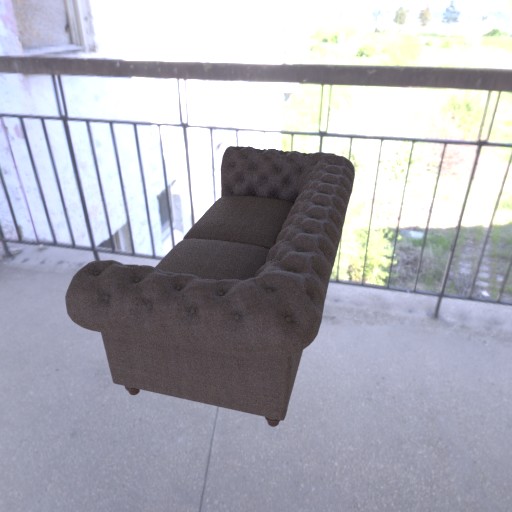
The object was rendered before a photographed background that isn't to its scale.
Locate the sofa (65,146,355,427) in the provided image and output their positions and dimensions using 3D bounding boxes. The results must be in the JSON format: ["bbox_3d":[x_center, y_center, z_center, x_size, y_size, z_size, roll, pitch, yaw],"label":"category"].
[{"bbox_3d":[0.000,0.000,2.528,0.944,0.780,2.048,8,30,13],"label":"sofa"}]
